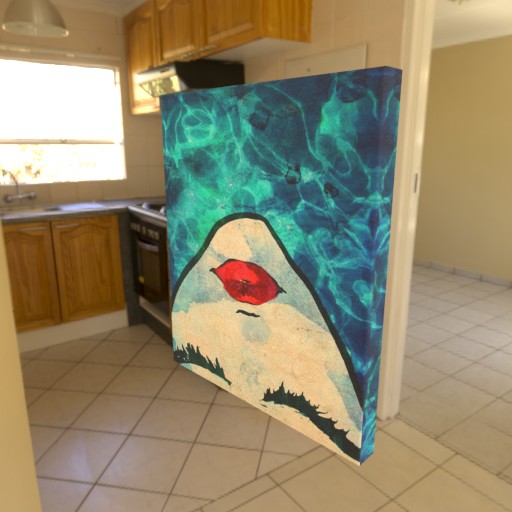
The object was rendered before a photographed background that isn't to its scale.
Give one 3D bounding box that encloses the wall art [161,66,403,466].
[{"bbox_3d":[0.000,0.000,0.701,0.432,0.508,0.038,14,20,43],"label":"wall art"}]
